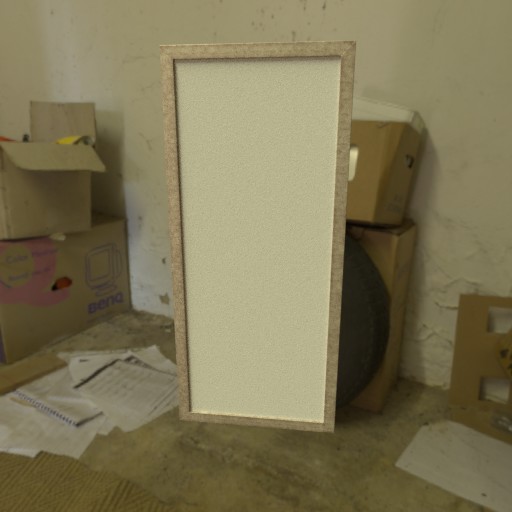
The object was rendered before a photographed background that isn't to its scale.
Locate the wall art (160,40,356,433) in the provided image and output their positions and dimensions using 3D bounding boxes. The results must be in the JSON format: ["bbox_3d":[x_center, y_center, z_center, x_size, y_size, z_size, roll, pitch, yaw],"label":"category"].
[{"bbox_3d":[0.000,0.000,1.670,0.648,1.461,0.051,2,16,7],"label":"wall art"}]
